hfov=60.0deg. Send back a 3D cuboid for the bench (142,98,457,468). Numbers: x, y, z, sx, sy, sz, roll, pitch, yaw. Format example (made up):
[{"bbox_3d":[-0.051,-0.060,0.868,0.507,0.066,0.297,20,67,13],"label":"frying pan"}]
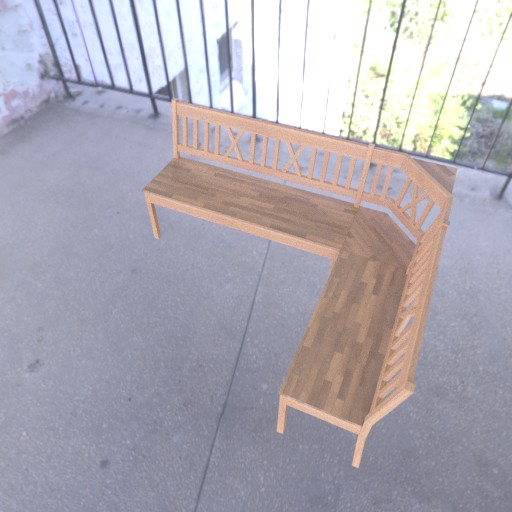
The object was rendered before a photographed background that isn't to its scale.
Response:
[{"bbox_3d":[0.000,0.000,2.686,1.937,0.902,1.537,18,50,16],"label":"bench"}]
